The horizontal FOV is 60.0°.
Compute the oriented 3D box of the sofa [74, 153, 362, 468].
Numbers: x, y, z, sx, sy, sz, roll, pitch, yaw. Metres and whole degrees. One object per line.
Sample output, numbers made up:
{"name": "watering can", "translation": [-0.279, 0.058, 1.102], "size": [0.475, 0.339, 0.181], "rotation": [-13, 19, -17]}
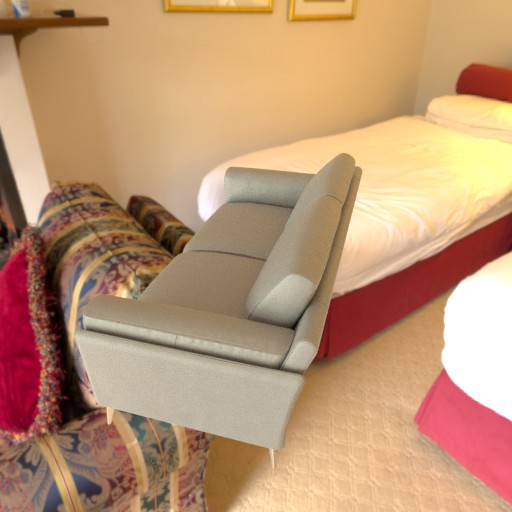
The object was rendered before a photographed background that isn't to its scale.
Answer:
{"name": "sofa", "translation": [0.000, 0.000, 2.681], "size": [1.049, 0.930, 2.101], "rotation": [8, 31, 14]}
